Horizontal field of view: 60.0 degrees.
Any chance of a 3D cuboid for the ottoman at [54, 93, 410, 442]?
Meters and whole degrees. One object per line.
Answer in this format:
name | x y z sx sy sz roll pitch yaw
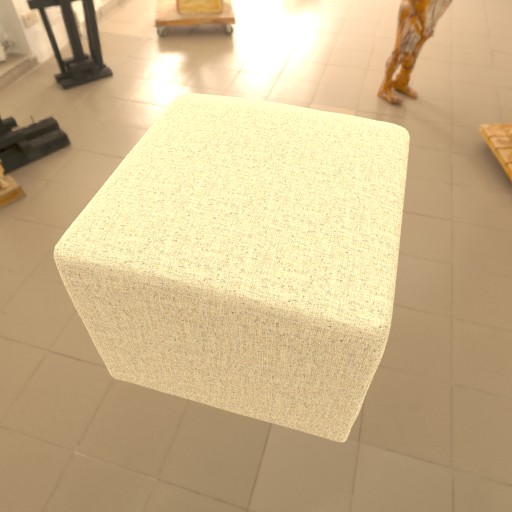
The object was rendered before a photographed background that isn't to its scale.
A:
ottoman | 0.000 0.000 0.914 0.512 0.453 0.521 12 49 11
